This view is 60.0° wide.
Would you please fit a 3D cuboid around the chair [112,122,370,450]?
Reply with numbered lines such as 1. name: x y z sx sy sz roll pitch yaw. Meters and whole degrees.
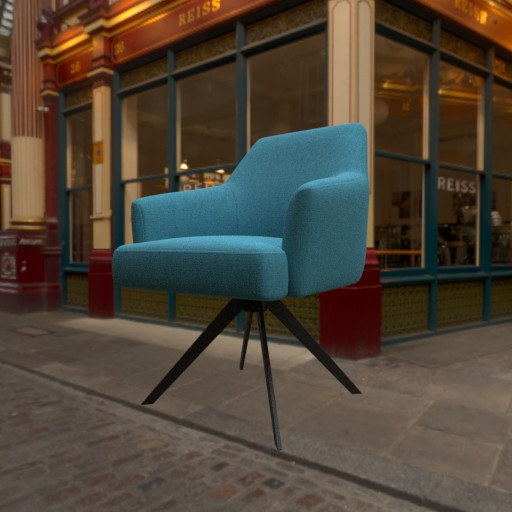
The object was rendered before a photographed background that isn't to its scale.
1. chair: 0.000 0.000 1.347 0.642 0.874 0.677 1 2 36
